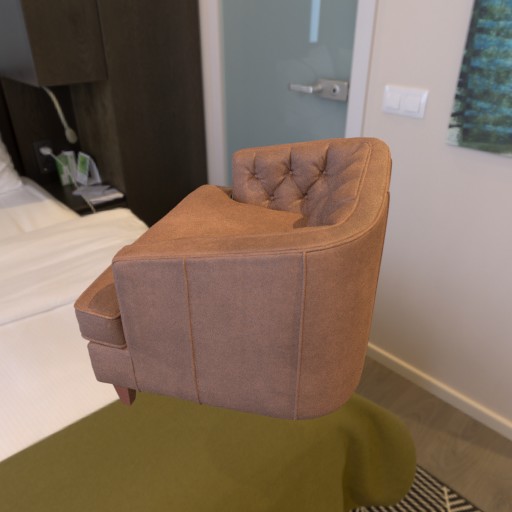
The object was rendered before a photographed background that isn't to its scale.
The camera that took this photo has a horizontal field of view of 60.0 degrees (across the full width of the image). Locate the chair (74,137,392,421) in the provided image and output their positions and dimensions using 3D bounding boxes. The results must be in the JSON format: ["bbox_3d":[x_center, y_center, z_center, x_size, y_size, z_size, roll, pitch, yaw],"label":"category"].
[{"bbox_3d":[0.000,0.000,1.711,0.914,0.787,1.118,8,30,14],"label":"chair"}]
